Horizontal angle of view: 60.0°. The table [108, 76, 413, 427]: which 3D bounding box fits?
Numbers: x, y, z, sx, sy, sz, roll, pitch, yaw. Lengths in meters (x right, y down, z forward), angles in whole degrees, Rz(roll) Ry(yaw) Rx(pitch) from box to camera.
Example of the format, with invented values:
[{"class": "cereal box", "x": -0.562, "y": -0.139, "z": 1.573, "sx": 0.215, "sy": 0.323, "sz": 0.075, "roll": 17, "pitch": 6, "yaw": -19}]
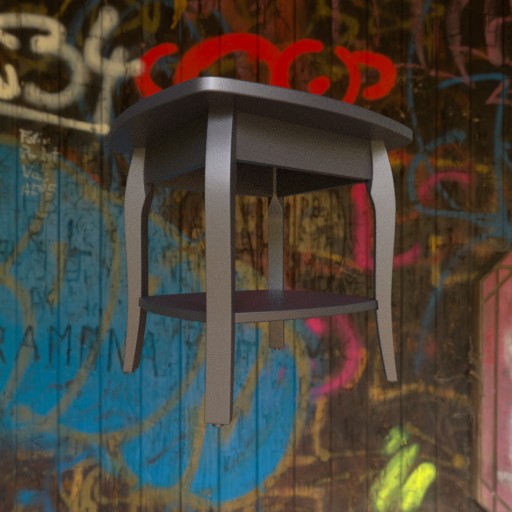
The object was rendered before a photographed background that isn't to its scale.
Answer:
[{"class": "table", "x": 0.000, "y": 0.000, "z": 0.841, "sx": 0.508, "sy": 0.457, "sz": 0.457, "roll": 0, "pitch": 0, "yaw": -35}]
